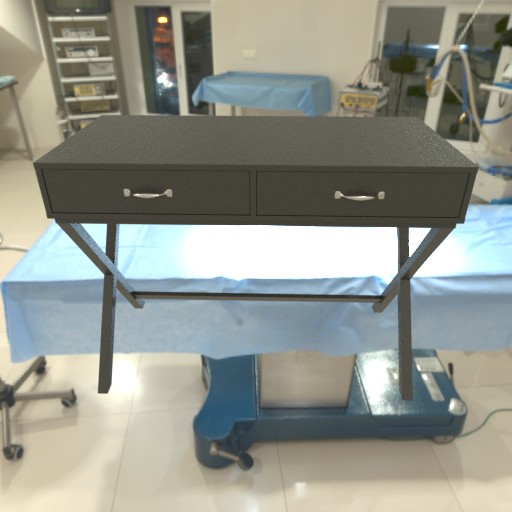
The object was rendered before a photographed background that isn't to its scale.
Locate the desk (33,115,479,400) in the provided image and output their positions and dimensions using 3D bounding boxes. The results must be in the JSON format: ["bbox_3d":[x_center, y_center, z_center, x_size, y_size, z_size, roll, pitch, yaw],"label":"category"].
[{"bbox_3d":[0.000,0.000,1.454,1.057,0.780,0.525,1,30,1],"label":"desk"}]
